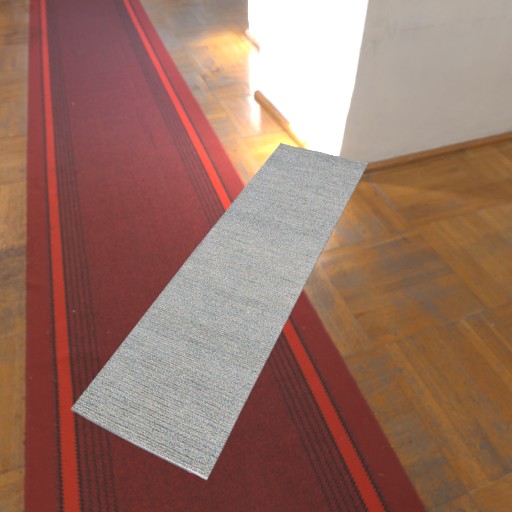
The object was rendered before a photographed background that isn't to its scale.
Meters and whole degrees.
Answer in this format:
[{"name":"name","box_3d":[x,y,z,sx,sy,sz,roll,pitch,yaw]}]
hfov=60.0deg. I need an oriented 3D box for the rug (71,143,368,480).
[{"name":"rug","box_3d":[0.000,0.000,2.541,0.675,0.037,2.341,19,49,17]}]
